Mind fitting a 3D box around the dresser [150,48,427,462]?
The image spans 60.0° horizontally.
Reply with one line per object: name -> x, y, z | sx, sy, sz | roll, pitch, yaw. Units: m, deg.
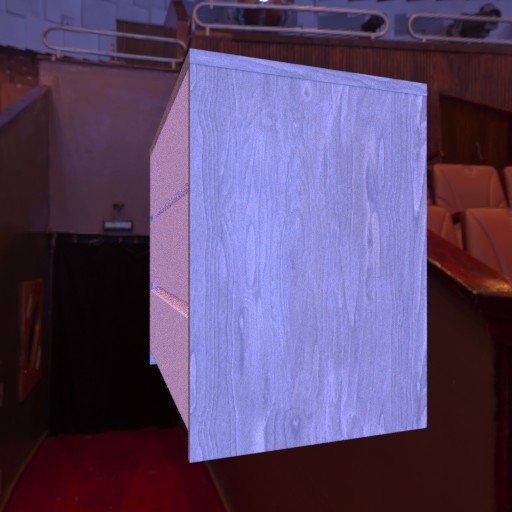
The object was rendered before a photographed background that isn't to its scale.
dresser -> 0.000, 0.000, 1.283 | 0.529, 0.762, 0.809 | 0, 0, -19
